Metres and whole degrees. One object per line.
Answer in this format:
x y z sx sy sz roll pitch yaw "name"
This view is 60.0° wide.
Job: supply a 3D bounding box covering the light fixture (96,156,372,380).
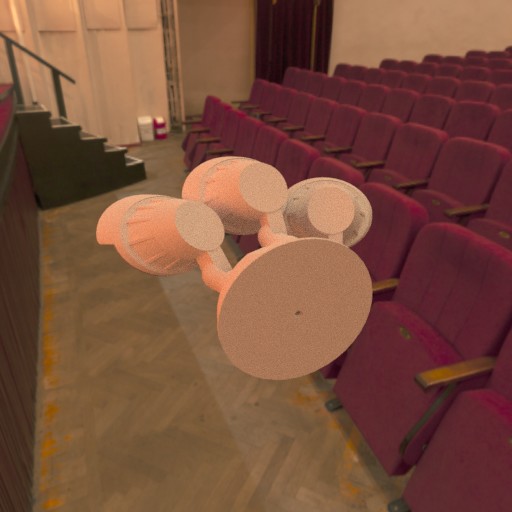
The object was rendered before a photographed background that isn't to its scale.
0.000 0.000 0.550 0.369 0.237 0.278 -8 28 -15 "light fixture"
